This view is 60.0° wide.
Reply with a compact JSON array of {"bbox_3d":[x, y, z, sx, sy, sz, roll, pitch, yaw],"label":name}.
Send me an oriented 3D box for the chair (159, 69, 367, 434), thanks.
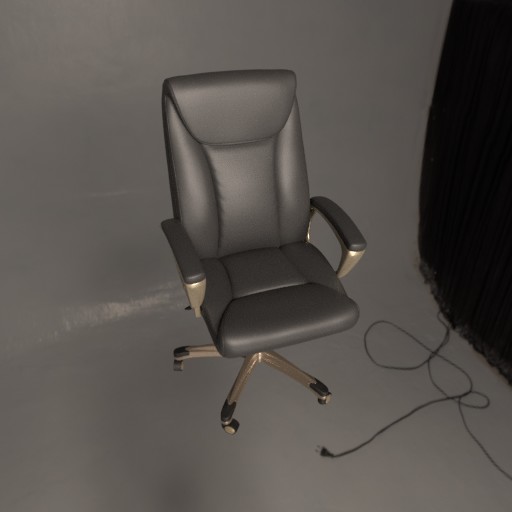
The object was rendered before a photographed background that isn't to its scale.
[{"bbox_3d":[0.000,0.000,1.636,0.694,1.188,0.748,-10,34,-16],"label":"chair"}]
